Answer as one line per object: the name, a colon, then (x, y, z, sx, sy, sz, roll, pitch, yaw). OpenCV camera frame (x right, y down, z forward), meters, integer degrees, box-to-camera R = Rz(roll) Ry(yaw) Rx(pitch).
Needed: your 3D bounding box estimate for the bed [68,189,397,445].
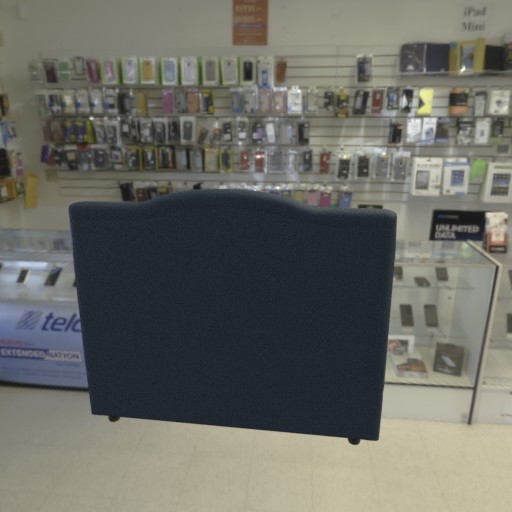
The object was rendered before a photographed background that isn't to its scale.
bed: (0.000, 0.000, 3.566, 1.741, 1.441, 2.507, 2, 17, 8)
